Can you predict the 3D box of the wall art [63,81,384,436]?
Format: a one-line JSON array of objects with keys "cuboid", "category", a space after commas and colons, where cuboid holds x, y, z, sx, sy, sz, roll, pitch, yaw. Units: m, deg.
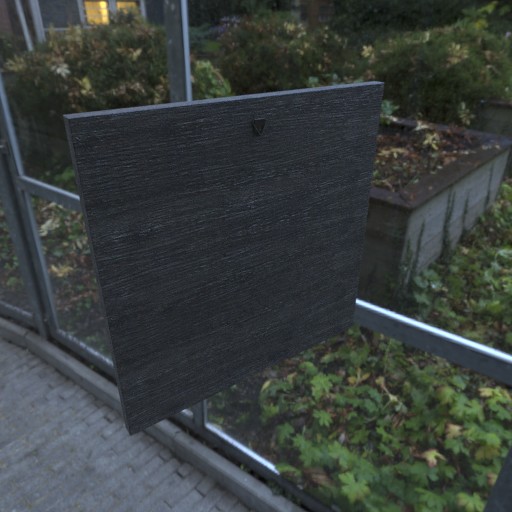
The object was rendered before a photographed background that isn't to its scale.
[{"cuboid": [0.000, 0.000, 0.668, 0.462, 0.459, 0.027, -18, 33, -30], "category": "wall art"}]
